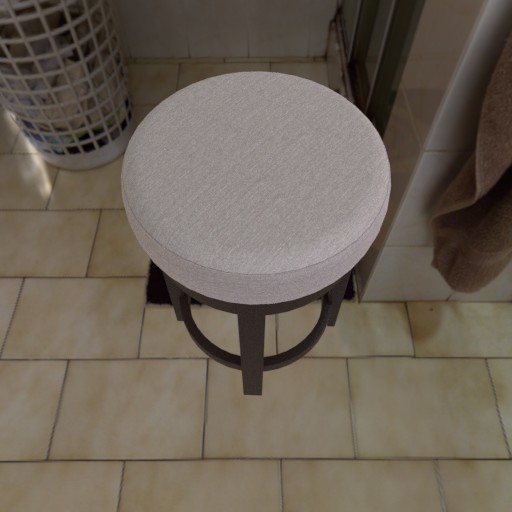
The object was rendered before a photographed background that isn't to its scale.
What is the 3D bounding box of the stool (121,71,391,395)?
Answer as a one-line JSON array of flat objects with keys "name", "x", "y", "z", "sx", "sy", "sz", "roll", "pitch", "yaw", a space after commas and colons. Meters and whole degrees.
[{"name": "stool", "x": 0.000, "y": 0.000, "z": 0.972, "sx": 0.443, "sy": 0.672, "sz": 0.443, "roll": 0, "pitch": 59, "yaw": 0}]
